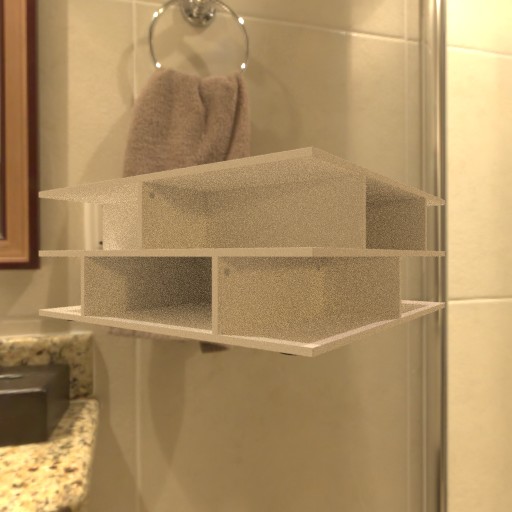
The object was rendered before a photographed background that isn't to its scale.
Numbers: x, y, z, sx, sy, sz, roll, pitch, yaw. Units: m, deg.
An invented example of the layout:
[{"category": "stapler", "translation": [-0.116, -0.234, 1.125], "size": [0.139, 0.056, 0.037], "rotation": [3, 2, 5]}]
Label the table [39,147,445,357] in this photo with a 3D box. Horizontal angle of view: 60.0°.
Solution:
[{"category": "table", "translation": [0.000, 0.000, 1.073], "size": [0.700, 0.289, 0.700], "rotation": [0, 0, 36]}]
